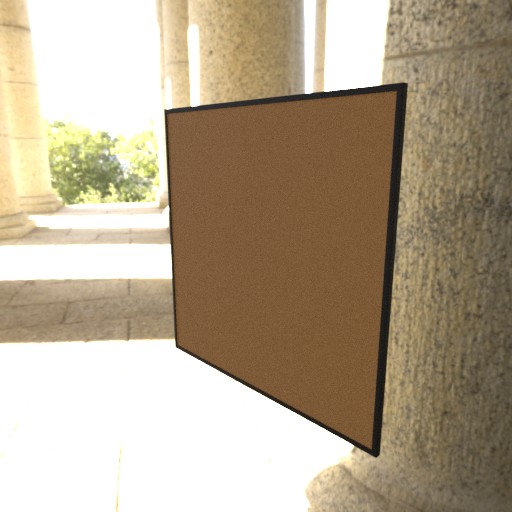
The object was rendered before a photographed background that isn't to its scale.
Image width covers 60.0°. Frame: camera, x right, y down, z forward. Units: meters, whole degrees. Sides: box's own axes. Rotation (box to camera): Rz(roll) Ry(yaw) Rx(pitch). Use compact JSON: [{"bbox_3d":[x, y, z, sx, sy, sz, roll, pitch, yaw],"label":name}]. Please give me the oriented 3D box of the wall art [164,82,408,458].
[{"bbox_3d":[0.000,0.000,0.991,0.015,0.663,0.664,-13,19,-43],"label":"wall art"}]
